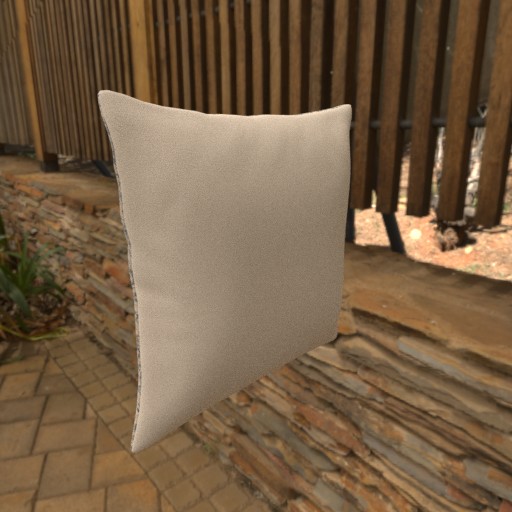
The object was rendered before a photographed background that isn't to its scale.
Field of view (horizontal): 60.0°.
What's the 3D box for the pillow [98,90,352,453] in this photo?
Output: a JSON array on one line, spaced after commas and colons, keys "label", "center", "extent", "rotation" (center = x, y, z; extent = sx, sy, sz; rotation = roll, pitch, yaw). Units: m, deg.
[{"label": "pillow", "center": [0.000, 0.000, 0.763], "extent": [0.166, 0.510, 0.523], "rotation": [16, 23, 43]}]
